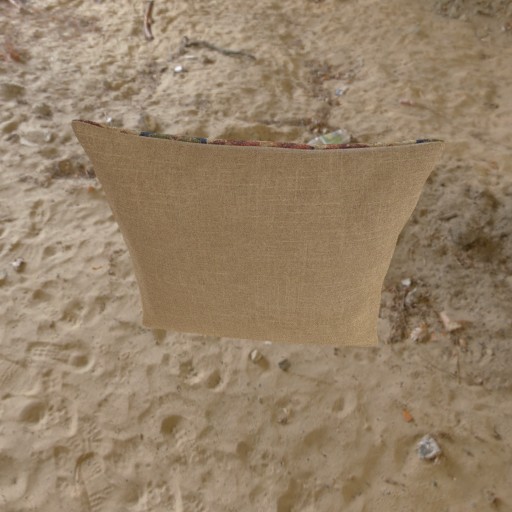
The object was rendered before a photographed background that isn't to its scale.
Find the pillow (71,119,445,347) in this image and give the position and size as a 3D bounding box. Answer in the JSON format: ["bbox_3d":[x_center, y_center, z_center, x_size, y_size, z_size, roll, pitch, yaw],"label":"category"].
[{"bbox_3d":[0.000,0.000,0.789,0.523,0.506,0.166,4,46,4],"label":"pillow"}]
